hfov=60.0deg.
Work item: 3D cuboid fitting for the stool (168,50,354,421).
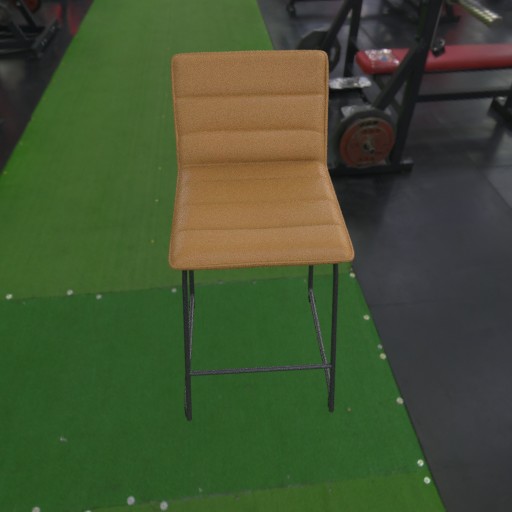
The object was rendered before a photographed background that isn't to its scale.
[{"bbox_3d":[0.000,0.000,1.238,0.489,0.936,0.524,-3,45,-3],"label":"stool"}]
